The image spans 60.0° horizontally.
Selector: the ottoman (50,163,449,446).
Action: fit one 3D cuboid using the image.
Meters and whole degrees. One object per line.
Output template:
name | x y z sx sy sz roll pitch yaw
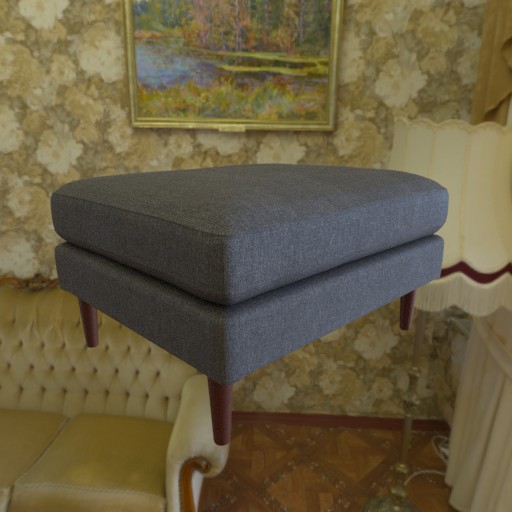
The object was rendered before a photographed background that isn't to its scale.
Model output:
ottoman | 0.000 0.000 1.201 0.821 0.474 0.693 -15 21 -42
